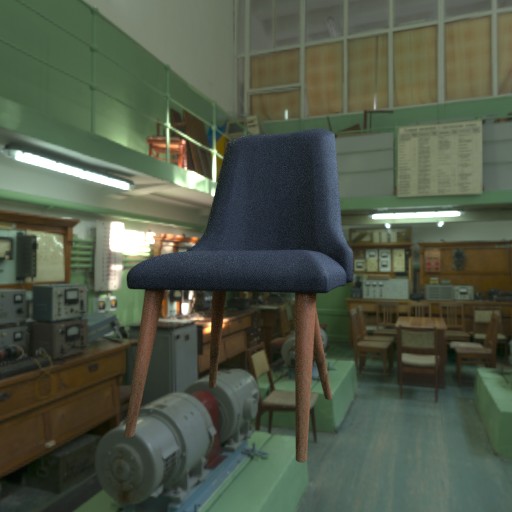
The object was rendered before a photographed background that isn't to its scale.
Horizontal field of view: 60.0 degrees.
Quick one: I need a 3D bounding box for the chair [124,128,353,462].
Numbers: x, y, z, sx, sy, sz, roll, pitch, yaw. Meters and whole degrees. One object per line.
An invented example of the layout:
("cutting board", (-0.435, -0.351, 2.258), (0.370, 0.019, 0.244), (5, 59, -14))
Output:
("chair", (0.000, 0.000, 1.202), (0.504, 0.820, 0.567), (0, -1, 18))
